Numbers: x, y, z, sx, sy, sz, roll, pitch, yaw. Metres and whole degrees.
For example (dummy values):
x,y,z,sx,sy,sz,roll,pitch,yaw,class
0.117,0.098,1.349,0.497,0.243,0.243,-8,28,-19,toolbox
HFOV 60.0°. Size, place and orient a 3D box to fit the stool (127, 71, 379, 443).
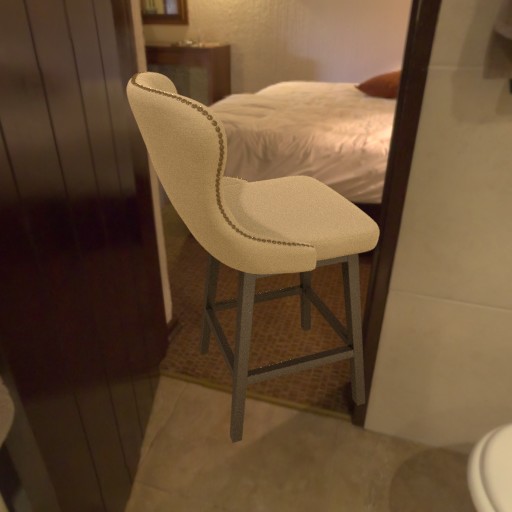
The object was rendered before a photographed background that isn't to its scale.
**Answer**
x,y,z,sx,sy,sz,roll,pitch,yaw,class
0.000,0.000,1.275,0.593,0.971,0.528,-10,31,-17,stool
